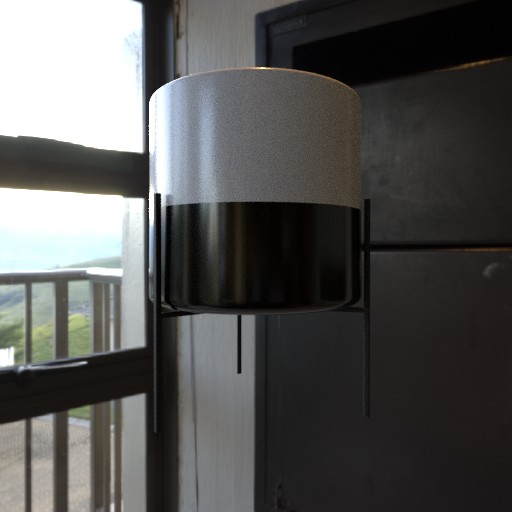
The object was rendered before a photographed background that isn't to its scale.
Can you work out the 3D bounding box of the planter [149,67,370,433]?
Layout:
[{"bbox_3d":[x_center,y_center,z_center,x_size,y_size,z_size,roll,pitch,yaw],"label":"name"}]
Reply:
[{"bbox_3d":[0.000,0.000,0.645,0.310,0.432,0.310,0,1,34],"label":"planter"}]
